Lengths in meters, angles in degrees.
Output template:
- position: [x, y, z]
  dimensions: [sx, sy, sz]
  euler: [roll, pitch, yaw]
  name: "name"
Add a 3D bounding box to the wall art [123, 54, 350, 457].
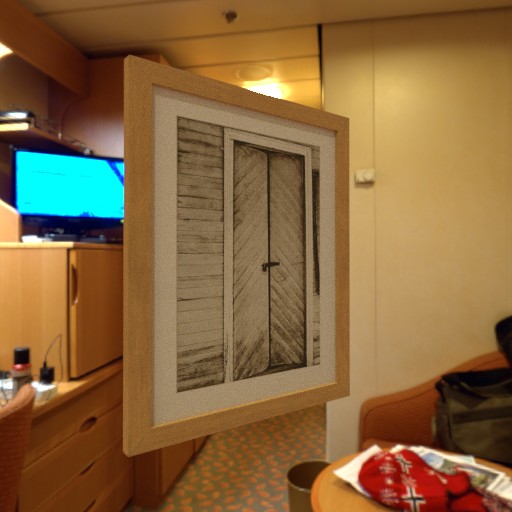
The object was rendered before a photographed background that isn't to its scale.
- position: [0.000, 0.000, 0.764]
  dimensions: [0.460, 0.561, 0.020]
  euler: [0, -1, -37]
  name: "wall art"
